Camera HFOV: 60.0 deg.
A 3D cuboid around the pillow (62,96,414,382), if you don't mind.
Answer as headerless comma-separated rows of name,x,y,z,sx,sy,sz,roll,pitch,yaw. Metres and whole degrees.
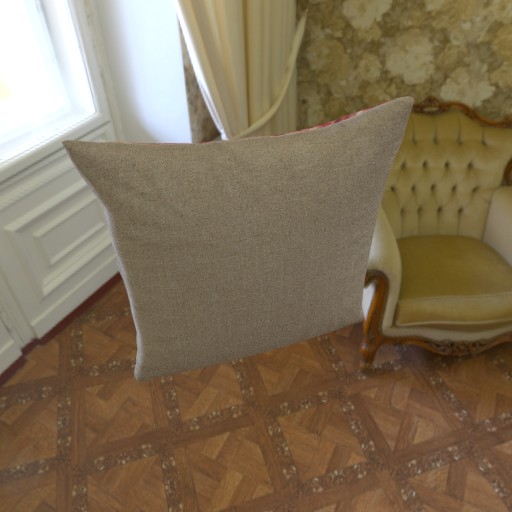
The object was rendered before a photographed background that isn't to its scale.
pillow,0.000,0.000,0.781,0.513,0.511,0.158,-12,41,-14
